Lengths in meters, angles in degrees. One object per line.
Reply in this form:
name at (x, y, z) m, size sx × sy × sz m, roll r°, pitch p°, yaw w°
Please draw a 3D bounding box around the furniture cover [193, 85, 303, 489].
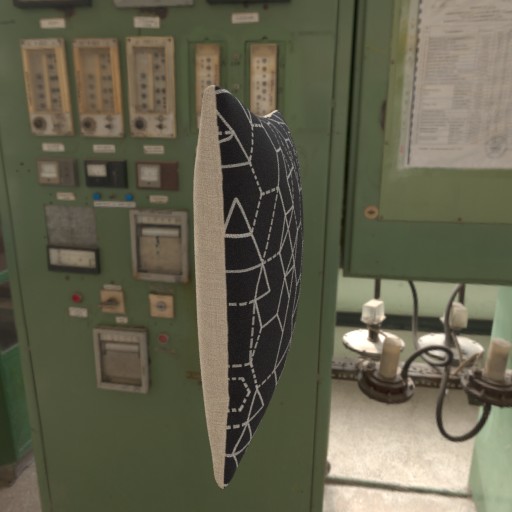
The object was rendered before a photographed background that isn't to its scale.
furniture cover at (0.000, 0.000, 0.769) m, size 0.158 × 0.508 × 0.517 m, roll 3°, pitch 16°, yaw 10°
